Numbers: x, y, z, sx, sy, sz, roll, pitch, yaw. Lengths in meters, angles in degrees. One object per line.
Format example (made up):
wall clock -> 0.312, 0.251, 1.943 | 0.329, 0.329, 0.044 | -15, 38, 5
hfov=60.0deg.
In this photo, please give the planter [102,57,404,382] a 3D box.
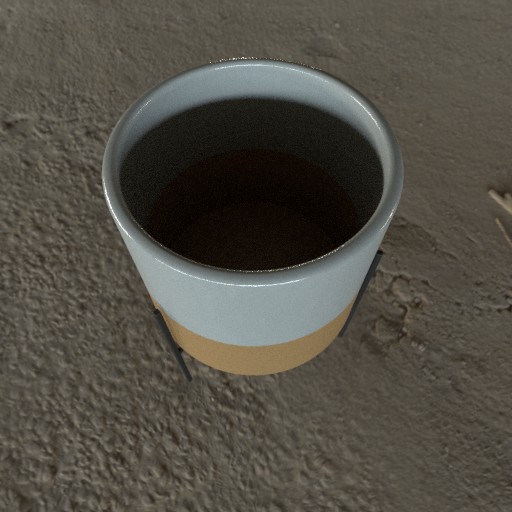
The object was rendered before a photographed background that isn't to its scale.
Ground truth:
planter -> 0.000, 0.000, 0.630 | 0.310, 0.432, 0.310 | -1, 60, -1
